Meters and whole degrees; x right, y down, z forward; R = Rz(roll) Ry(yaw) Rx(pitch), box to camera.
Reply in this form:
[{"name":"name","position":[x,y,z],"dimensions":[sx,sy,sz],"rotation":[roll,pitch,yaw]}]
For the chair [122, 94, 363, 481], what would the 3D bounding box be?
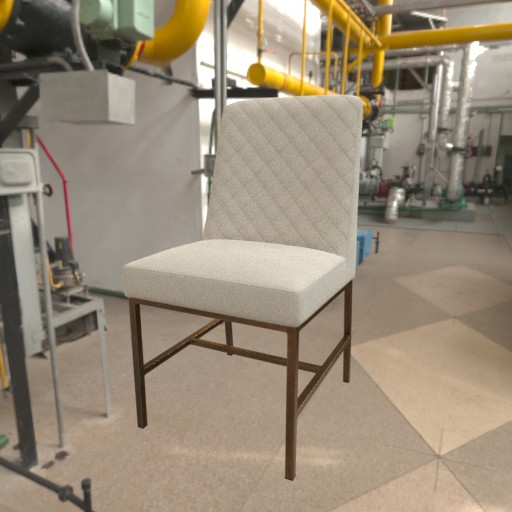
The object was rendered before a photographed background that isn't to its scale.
[{"name":"chair","position":[0.000,0.000,1.296],"dimensions":[0.503,0.933,0.597],"rotation":[7,15,26]}]
